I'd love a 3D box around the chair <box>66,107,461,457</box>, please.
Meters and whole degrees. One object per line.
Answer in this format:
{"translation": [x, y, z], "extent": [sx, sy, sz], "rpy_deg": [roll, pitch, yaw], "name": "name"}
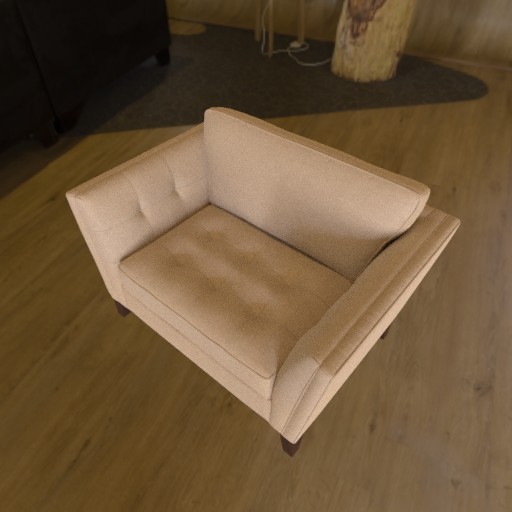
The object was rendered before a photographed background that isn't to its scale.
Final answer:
{"translation": [0.000, 0.000, 2.075], "extent": [1.397, 0.940, 0.965], "rpy_deg": [31, 52, 28], "name": "chair"}
